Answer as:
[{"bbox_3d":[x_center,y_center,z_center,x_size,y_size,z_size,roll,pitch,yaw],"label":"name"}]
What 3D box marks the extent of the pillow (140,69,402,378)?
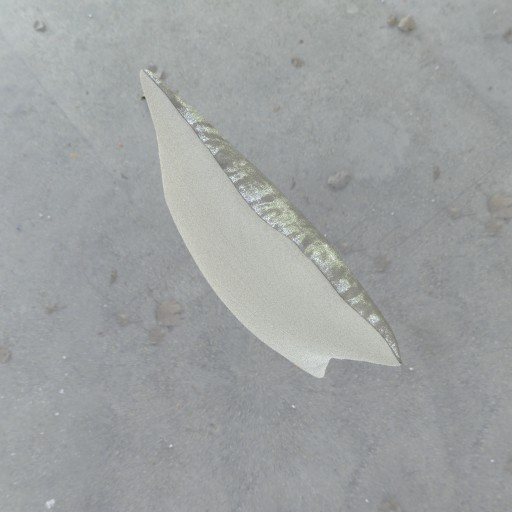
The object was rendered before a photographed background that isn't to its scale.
[{"bbox_3d":[0.000,0.000,0.727,0.175,0.464,0.470,-37,78,-9],"label":"pillow"}]
